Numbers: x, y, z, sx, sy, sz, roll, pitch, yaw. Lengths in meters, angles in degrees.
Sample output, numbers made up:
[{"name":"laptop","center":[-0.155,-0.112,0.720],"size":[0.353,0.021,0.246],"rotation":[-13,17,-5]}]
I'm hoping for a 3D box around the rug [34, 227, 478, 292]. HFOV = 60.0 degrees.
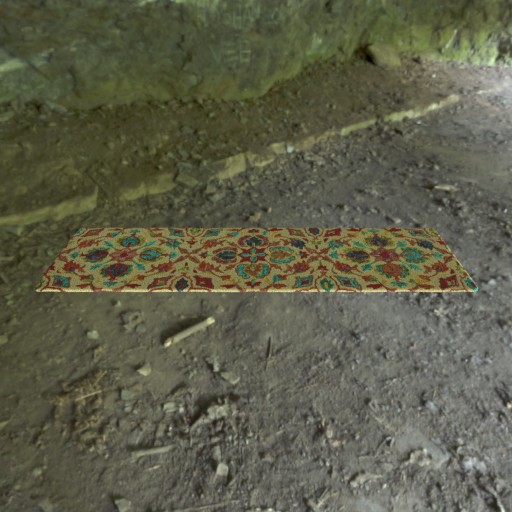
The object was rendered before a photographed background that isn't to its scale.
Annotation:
[{"name":"rug","center":[0.000,0.000,2.541],"size":[2.273,0.016,0.693],"rotation":[0,31,0]}]
